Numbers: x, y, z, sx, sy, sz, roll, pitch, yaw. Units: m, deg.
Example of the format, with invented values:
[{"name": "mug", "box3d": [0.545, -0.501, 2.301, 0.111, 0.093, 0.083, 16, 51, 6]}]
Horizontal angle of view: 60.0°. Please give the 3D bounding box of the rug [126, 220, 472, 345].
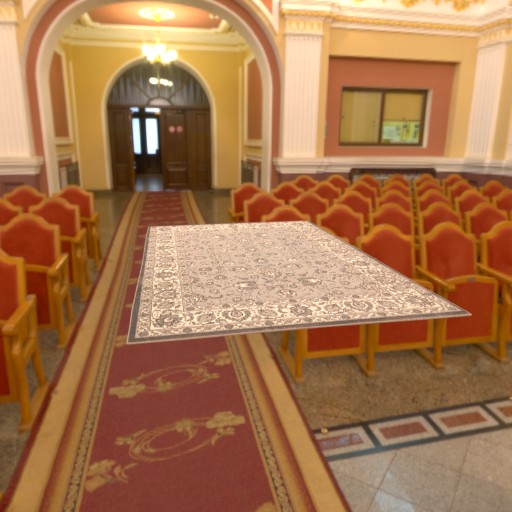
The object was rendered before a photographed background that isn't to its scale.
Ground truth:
[{"name": "rug", "box3d": [0.000, 0.000, 3.025, 1.524, 0.011, 2.438, -3, 15, -11]}]
